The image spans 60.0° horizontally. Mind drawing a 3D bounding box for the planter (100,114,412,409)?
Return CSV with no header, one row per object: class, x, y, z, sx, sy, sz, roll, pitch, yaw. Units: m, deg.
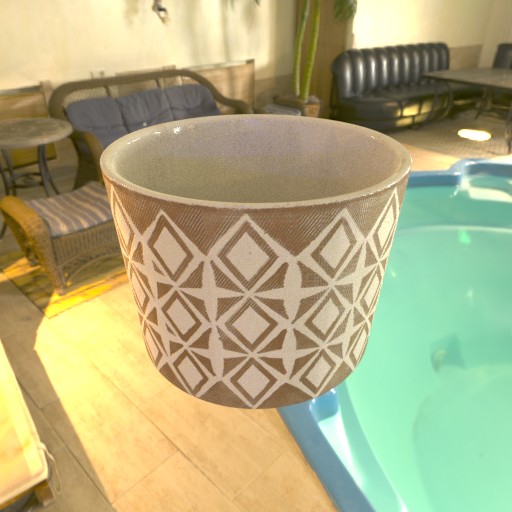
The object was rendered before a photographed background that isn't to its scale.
planter,0.000,0.000,0.440,0.260,0.220,0.260,0,30,0
